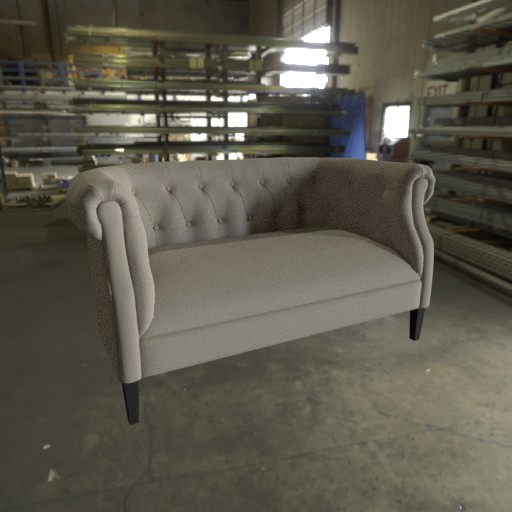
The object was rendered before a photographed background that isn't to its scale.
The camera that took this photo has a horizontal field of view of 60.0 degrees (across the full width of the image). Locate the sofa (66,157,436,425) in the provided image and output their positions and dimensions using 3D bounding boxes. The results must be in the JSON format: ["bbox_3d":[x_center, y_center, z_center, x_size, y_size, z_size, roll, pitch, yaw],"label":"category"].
[{"bbox_3d":[0.000,0.000,2.033,1.558,0.827,0.835,-8,18,-26],"label":"sofa"}]
